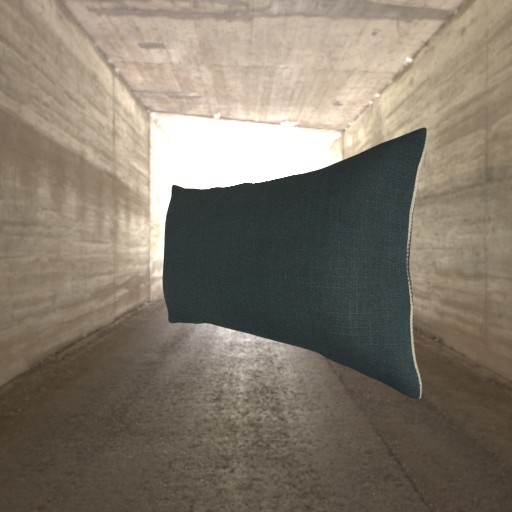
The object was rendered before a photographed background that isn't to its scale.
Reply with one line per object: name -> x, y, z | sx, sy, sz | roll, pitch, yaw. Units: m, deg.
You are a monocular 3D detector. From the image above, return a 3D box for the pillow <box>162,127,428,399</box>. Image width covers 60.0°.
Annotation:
pillow -> 0.000, 0.000, 0.720 | 0.151, 0.305, 0.609 | 0, 1, -37
